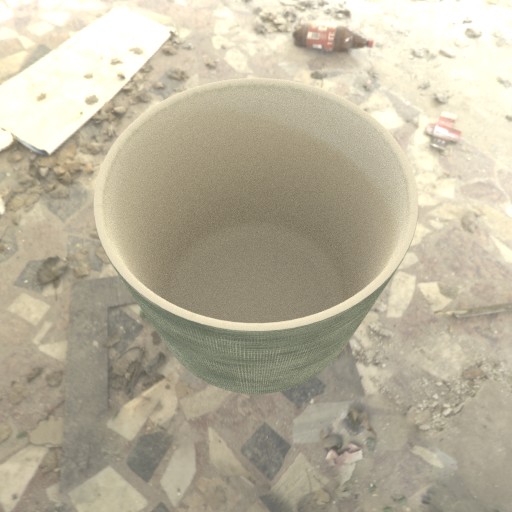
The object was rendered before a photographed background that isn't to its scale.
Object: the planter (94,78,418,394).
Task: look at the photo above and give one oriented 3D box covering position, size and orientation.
[{"bbox_3d":[0.000,0.000,0.778,0.440,0.398,0.440,0,59,0],"label":"planter"}]
